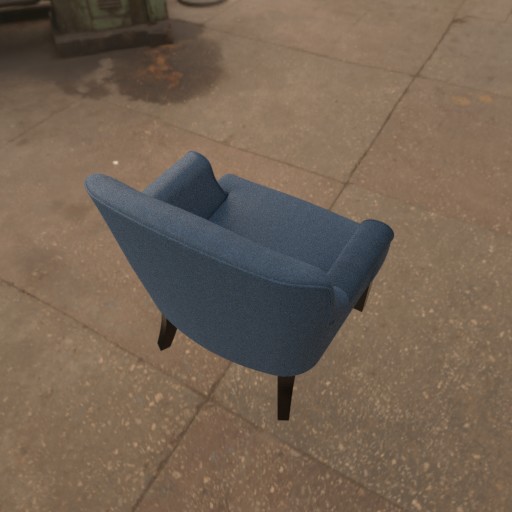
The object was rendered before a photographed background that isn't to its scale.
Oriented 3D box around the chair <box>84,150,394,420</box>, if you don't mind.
[{"bbox_3d":[0.000,0.000,1.482,0.770,0.878,0.754,24,52,20],"label":"chair"}]
